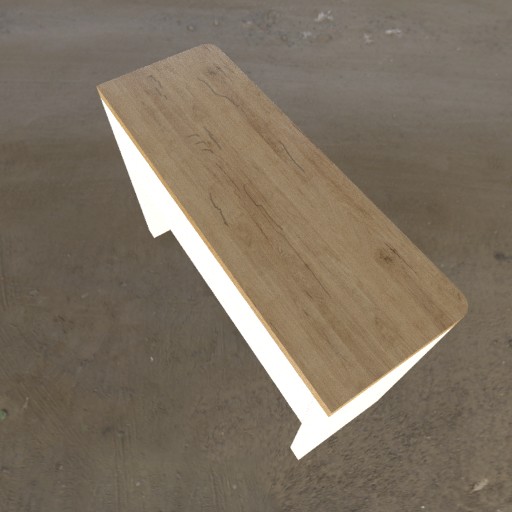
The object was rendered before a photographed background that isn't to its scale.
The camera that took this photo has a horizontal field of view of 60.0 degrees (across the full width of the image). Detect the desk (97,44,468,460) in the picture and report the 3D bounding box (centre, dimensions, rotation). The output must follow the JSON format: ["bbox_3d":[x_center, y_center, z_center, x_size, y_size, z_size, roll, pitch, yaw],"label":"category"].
[{"bbox_3d":[0.000,0.000,1.441,0.390,0.760,1.100,-30,64,-16],"label":"desk"}]
